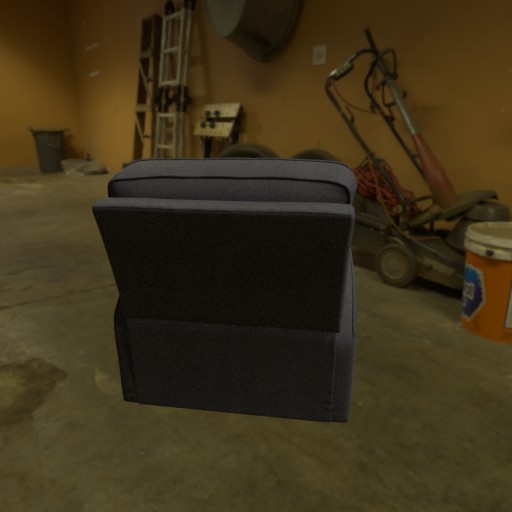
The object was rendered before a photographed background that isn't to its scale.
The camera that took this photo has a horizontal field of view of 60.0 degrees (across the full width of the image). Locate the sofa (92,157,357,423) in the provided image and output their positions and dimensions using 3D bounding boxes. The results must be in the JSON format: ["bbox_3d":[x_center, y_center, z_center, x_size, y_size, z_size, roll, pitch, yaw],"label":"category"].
[{"bbox_3d":[0.000,0.000,2.021,0.861,0.959,1.472,3,17,8],"label":"sofa"}]
